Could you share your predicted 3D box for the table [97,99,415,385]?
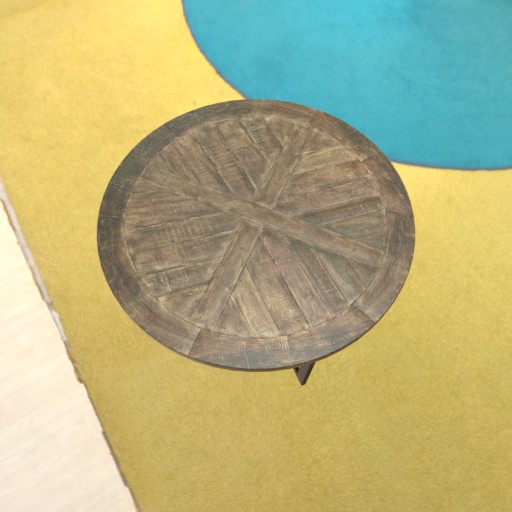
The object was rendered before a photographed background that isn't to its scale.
[{"bbox_3d":[0.000,0.000,2.116,1.264,0.762,1.264,0,62,0],"label":"table"}]
